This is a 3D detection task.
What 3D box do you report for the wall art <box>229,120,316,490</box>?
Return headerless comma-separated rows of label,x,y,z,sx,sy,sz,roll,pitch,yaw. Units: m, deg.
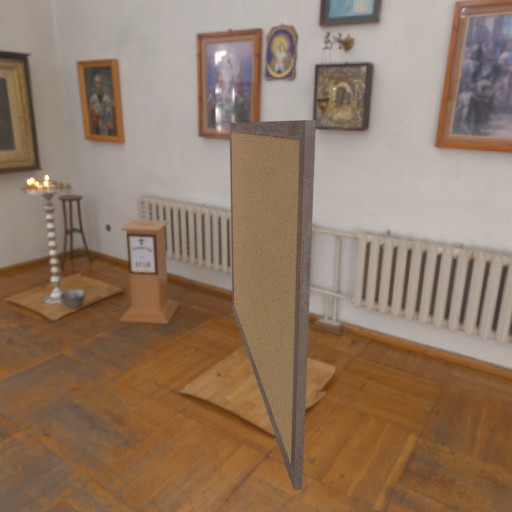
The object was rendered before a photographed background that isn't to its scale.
wall art,0.000,0.000,1.339,0.019,0.774,1.012,-3,17,-10
